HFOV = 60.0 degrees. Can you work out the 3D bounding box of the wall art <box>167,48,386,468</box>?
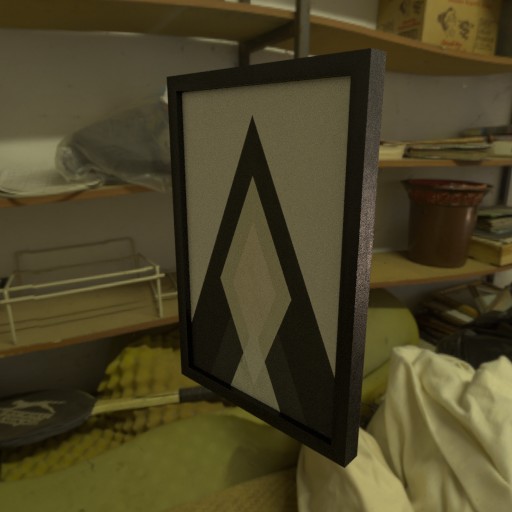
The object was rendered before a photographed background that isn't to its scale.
[{"bbox_3d":[0.000,0.000,0.577,0.313,0.457,0.031,14,21,41],"label":"wall art"}]
